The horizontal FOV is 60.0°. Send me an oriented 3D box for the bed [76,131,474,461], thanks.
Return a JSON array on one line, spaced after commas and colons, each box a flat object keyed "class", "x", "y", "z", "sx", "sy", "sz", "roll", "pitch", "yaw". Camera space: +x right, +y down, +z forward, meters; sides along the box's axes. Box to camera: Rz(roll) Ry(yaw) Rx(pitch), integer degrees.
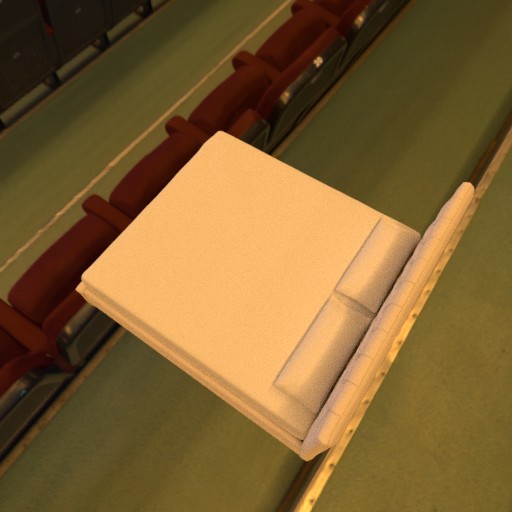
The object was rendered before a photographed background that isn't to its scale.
[{"class": "bed", "x": 0.000, "y": 0.000, "z": 3.646, "sx": 2.387, "sy": 1.427, "sz": 2.078, "roll": 31, "pitch": 67, "yaw": 15}]
